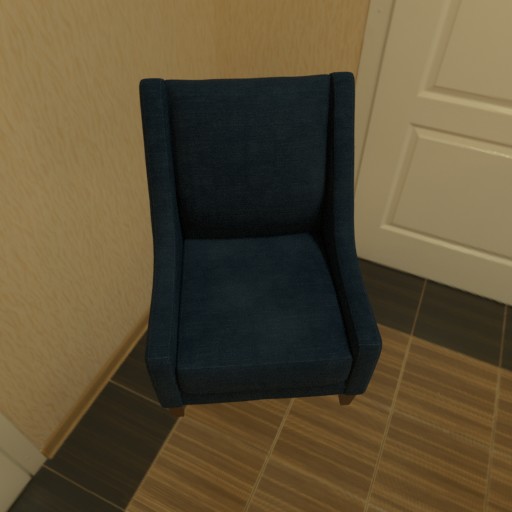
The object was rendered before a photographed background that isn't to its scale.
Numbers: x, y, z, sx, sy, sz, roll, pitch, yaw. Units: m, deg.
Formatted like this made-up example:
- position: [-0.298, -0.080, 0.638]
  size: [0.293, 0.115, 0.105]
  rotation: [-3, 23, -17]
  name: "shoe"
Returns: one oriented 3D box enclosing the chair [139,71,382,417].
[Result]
- position: [0.000, 0.000, 1.648]
  size: [0.774, 1.014, 0.870]
  rotation: [-3, 48, -3]
  name: "chair"
